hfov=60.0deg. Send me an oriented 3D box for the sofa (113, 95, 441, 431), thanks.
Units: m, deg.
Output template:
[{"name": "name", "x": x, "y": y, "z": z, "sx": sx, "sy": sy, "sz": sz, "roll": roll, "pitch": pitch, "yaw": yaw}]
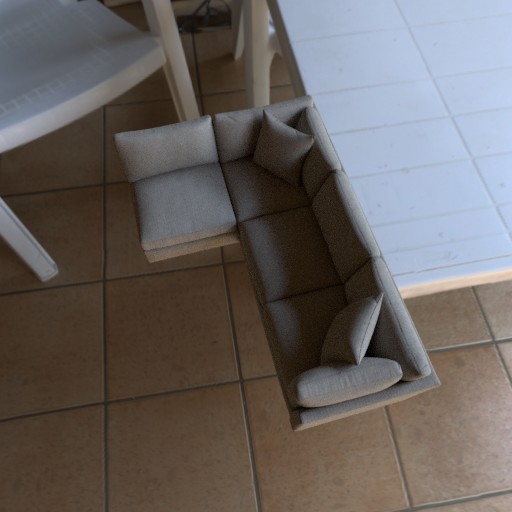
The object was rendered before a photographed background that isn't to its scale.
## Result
[{"name": "sofa", "x": 0.000, "y": 0.000, "z": 3.875, "sx": 1.994, "sy": 0.978, "sz": 2.896, "roll": -13, "pitch": 64, "yaw": -7}]
